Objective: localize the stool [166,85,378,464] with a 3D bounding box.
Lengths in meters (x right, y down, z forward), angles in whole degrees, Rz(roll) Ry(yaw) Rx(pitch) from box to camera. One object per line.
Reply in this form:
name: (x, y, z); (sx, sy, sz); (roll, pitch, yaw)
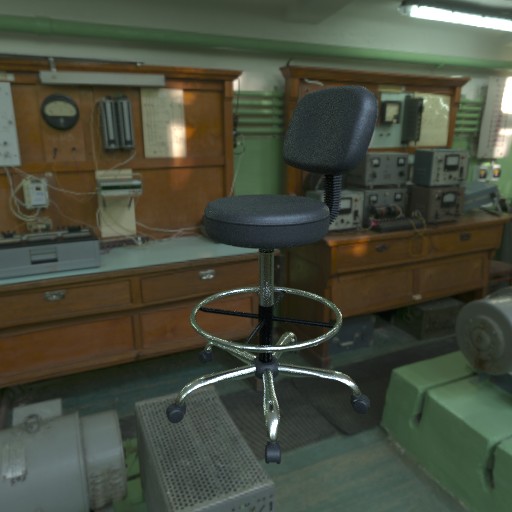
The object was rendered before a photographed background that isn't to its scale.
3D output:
stool: (0.000, 0.000, 1.466); (0.658, 1.069, 0.694); (-8, 18, -25)
